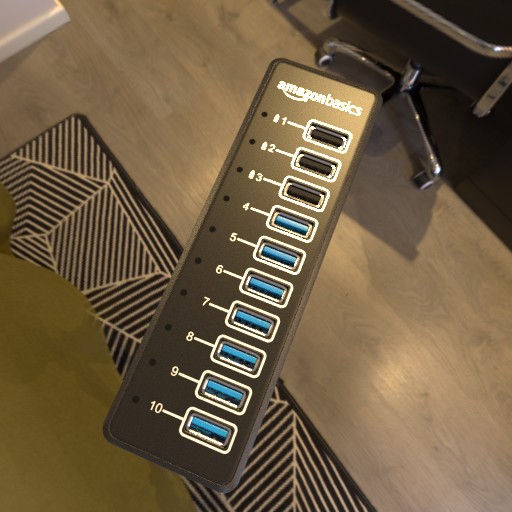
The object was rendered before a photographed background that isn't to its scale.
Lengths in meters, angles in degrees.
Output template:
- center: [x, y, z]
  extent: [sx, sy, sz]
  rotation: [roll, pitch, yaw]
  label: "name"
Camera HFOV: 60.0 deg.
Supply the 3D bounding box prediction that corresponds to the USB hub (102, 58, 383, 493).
- center: [0.000, 0.000, 0.158]
  extent: [0.044, 0.023, 0.145]
  rotation: [21, 77, 5]
  label: "USB hub"
